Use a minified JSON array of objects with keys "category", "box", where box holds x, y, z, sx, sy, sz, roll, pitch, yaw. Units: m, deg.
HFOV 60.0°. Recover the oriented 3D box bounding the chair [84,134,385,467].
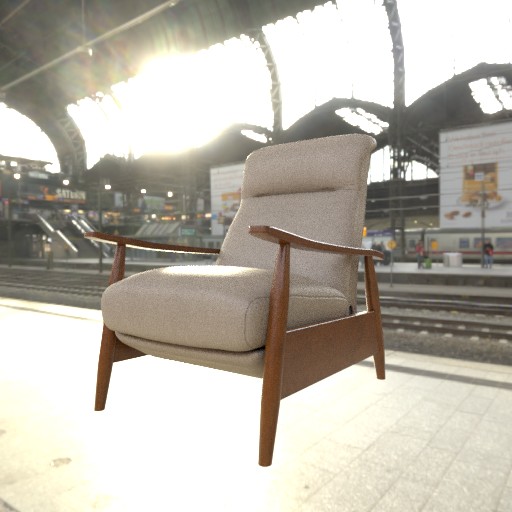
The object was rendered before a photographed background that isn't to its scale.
[{"category":"chair","box":[0.000,0.000,1.754,0.762,1.082,1.032,1,1,34]}]
